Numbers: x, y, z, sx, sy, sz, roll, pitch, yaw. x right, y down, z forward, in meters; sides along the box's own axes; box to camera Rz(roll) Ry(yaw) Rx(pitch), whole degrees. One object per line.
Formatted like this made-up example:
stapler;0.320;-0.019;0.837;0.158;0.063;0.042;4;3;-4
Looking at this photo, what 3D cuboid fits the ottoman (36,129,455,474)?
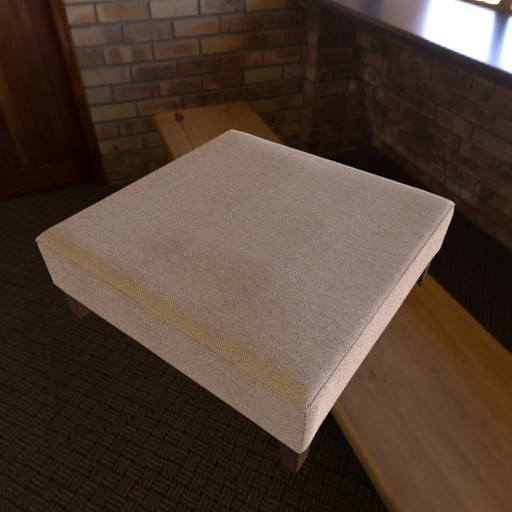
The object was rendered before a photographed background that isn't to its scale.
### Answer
ottoman;0.000;0.000;1.515;0.982;0.381;0.973;26;47;27
